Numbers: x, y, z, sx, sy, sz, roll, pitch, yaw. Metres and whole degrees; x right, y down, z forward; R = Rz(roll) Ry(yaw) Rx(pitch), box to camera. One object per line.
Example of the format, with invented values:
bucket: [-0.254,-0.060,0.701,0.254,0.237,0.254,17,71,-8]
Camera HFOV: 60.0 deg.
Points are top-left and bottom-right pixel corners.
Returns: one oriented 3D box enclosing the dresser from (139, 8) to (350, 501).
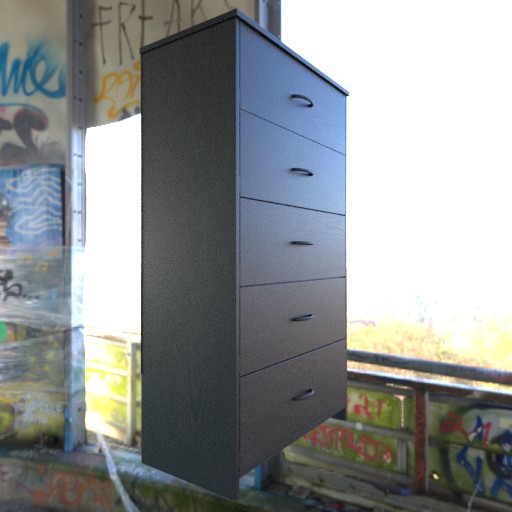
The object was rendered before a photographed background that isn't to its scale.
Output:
dresser: [0.000,0.000,1.518,0.418,1.254,0.704,0,0,35]
